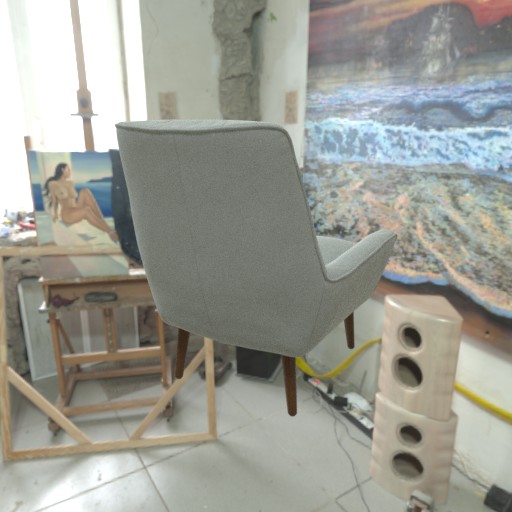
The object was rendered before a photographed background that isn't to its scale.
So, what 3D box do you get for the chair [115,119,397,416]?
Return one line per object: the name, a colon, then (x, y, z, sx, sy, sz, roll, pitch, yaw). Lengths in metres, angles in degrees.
chair: (0.000, 0.000, 1.508, 0.787, 0.888, 0.822, 9, 19, 27)
